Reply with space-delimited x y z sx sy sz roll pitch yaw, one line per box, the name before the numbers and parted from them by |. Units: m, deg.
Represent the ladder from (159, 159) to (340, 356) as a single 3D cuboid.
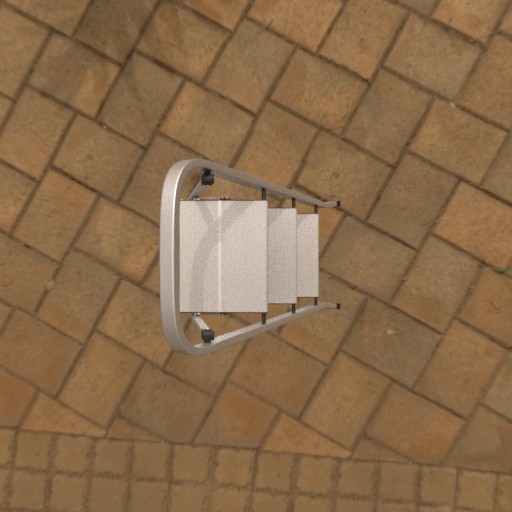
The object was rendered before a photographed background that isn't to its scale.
ladder | 0.000 0.000 1.370 0.704 1.070 0.465 0 90 1
